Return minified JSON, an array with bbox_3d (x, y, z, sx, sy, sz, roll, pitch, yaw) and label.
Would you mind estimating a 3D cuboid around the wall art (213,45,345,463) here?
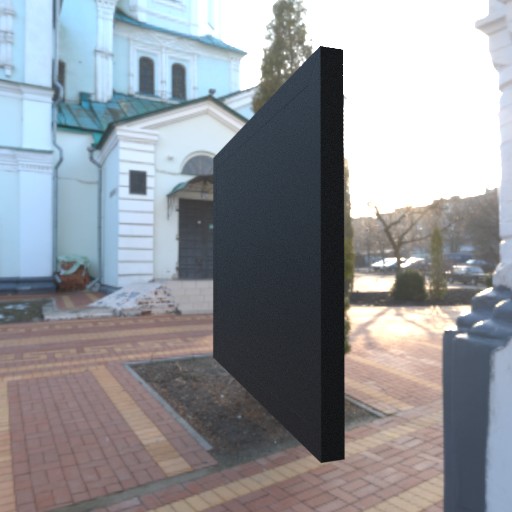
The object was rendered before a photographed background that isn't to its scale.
[{"bbox_3d":[0.000,0.000,0.754,0.029,0.457,0.558,0,-1,-18],"label":"wall art"}]
